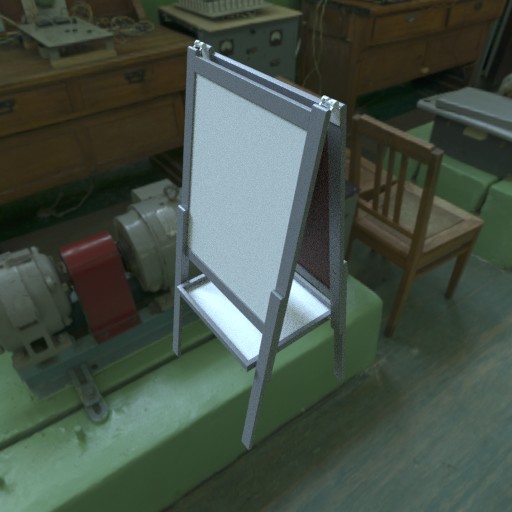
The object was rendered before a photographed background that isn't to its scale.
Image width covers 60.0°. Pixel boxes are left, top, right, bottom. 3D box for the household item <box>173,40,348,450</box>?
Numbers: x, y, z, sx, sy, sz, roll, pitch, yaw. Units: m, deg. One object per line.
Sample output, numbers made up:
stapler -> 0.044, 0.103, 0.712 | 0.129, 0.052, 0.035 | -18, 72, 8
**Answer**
household item -> 0.000, 0.000, 1.417 | 0.469, 1.172, 0.531 | -26, 47, -27
